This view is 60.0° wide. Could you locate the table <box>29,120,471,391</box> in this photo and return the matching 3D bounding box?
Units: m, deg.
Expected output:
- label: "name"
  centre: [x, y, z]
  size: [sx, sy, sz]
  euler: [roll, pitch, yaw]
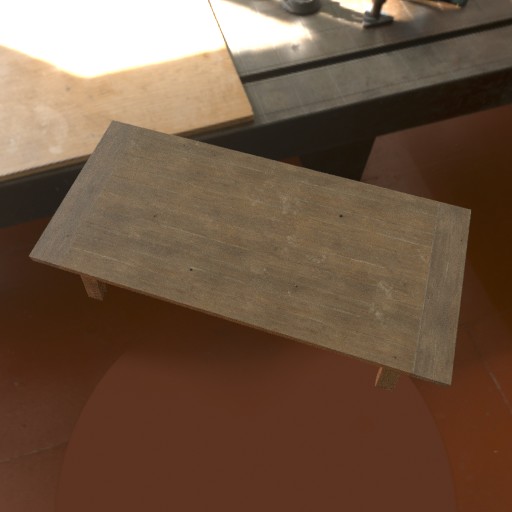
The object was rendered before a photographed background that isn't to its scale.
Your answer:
- label: "table"
  centre: [0.000, 0.000, 2.176]
  size: [1.800, 0.465, 0.820]
  euler: [16, 64, 8]
